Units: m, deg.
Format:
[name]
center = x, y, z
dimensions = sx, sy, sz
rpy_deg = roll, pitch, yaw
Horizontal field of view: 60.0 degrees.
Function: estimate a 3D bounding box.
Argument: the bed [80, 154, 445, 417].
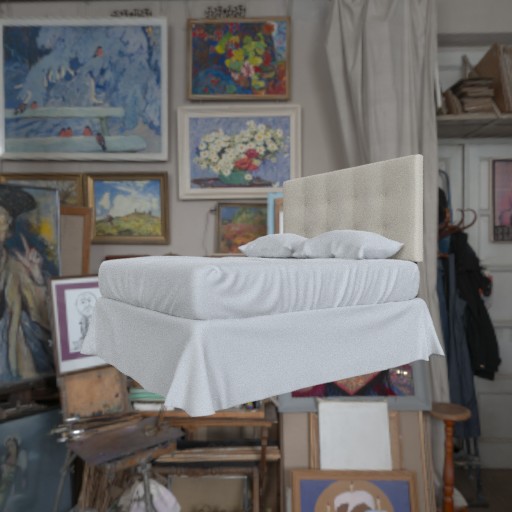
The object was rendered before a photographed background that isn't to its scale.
[bed]
center = 0.000, 0.000, 3.486
dimensions = 2.222, 1.577, 1.936
rpy_deg = 0, 0, -36
